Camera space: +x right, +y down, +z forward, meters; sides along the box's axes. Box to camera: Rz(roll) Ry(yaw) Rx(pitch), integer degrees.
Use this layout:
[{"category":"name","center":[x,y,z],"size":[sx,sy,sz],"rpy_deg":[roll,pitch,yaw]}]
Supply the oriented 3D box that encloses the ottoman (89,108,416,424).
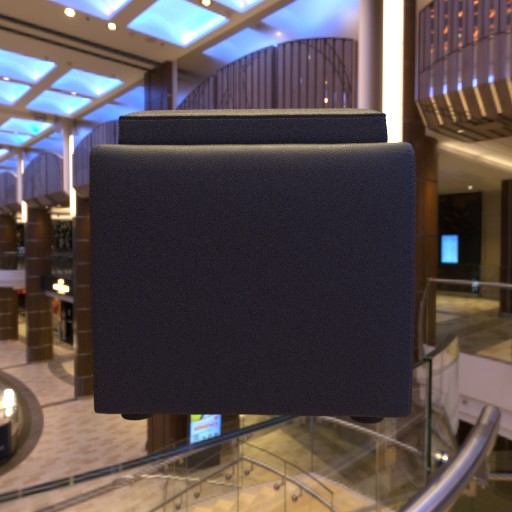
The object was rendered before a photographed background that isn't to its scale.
[{"category":"ottoman","center":[0.000,0.000,0.812],"size":[0.450,0.460,0.451],"rpy_deg":[0,2,2]}]
